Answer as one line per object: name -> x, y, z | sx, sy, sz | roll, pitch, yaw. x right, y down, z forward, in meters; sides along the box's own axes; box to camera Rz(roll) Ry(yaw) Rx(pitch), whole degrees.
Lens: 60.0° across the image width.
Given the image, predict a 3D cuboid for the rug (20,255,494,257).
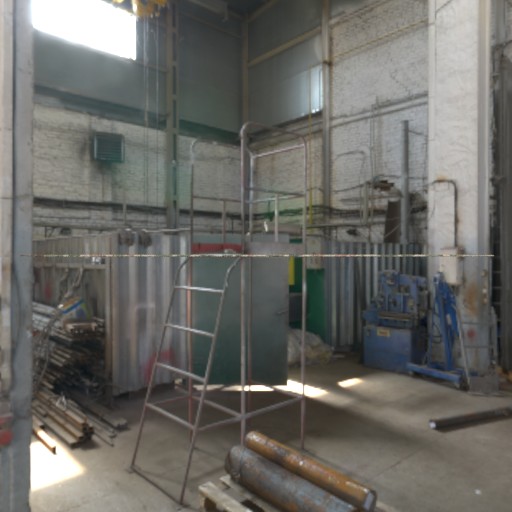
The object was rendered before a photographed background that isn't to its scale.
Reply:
rug -> 0.000, 0.000, 2.993 | 2.438, 0.011, 1.524 | 0, 0, 2
